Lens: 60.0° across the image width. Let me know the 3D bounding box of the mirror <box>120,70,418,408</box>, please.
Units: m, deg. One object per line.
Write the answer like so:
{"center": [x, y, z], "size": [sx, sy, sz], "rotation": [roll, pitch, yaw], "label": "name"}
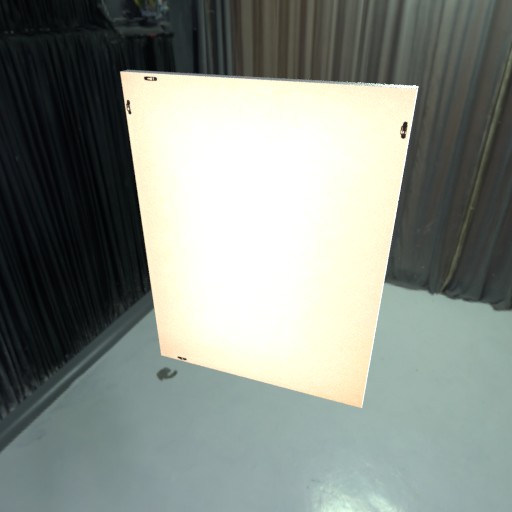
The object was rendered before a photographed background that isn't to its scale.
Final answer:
{"center": [0.000, 0.000, 1.350], "size": [0.762, 1.016, 0.040], "rotation": [10, 32, 17], "label": "mirror"}
